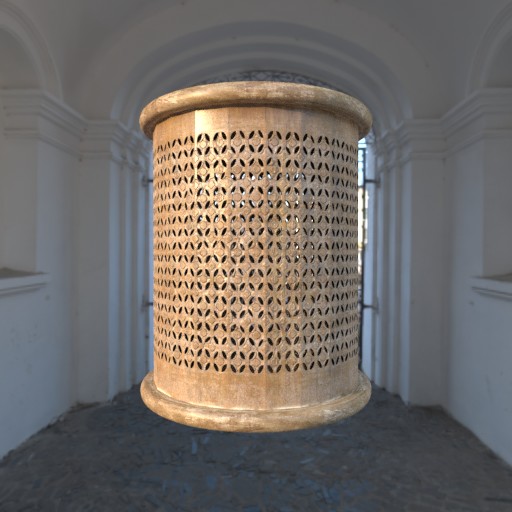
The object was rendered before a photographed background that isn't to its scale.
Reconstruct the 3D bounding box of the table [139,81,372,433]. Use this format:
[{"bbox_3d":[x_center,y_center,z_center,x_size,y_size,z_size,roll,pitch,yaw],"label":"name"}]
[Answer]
[{"bbox_3d":[0.000,0.000,0.804,0.407,0.482,0.407,0,1,0],"label":"table"}]
